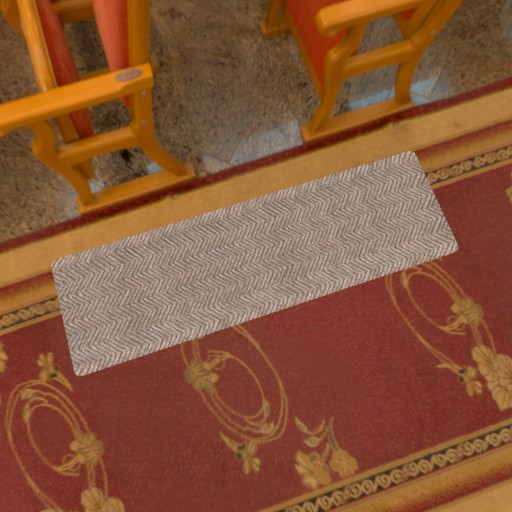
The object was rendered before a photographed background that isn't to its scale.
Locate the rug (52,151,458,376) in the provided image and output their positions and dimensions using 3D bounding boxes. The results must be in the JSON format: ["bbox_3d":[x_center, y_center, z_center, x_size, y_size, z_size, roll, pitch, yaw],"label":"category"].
[{"bbox_3d":[0.000,0.000,2.583,2.286,0.008,0.686,-18,76,-5],"label":"rug"}]
